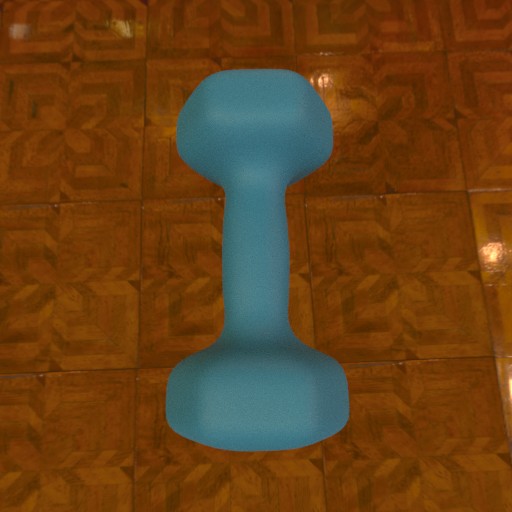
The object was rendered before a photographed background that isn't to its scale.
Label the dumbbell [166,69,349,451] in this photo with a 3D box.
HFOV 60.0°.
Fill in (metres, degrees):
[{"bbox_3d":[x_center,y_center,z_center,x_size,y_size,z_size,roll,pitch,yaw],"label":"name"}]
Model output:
[{"bbox_3d":[0.000,0.000,0.190,0.074,0.066,0.152,0,76,0],"label":"dumbbell"}]
